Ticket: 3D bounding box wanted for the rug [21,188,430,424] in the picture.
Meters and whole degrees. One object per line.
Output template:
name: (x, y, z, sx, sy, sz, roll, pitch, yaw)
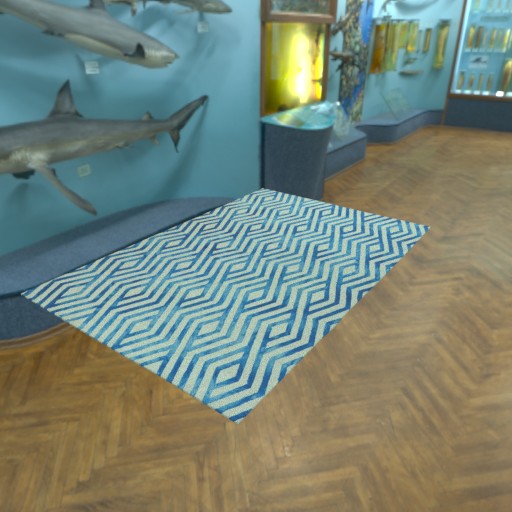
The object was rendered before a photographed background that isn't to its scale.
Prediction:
rug: (0.000, 0.000, 2.283, 1.225, 0.008, 1.830, 18, 32, 32)
